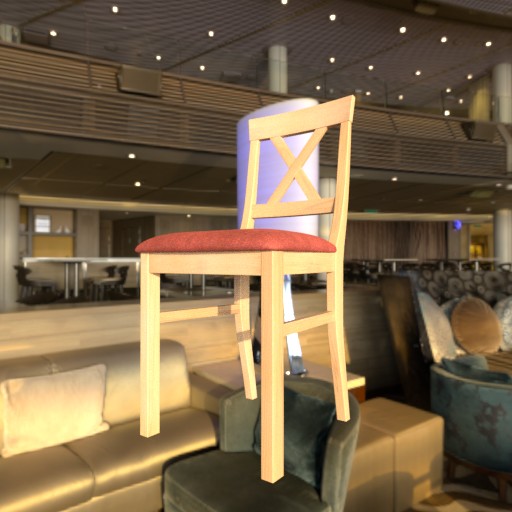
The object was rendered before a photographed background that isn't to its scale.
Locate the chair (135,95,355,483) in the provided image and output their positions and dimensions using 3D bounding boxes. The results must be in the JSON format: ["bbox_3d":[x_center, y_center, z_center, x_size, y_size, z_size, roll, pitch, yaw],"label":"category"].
[{"bbox_3d":[0.000,0.000,1.183,0.439,0.912,0.492,0,-1,37],"label":"chair"}]
